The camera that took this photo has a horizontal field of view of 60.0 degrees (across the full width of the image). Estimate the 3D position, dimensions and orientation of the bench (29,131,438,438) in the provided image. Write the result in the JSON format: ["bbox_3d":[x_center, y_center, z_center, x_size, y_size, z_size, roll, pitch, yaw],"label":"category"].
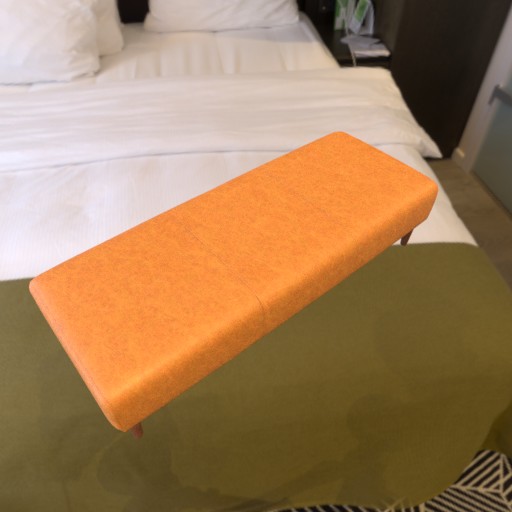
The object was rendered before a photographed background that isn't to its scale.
[{"bbox_3d":[0.000,0.000,1.864,1.610,0.399,0.653,-31,53,-26],"label":"bench"}]
